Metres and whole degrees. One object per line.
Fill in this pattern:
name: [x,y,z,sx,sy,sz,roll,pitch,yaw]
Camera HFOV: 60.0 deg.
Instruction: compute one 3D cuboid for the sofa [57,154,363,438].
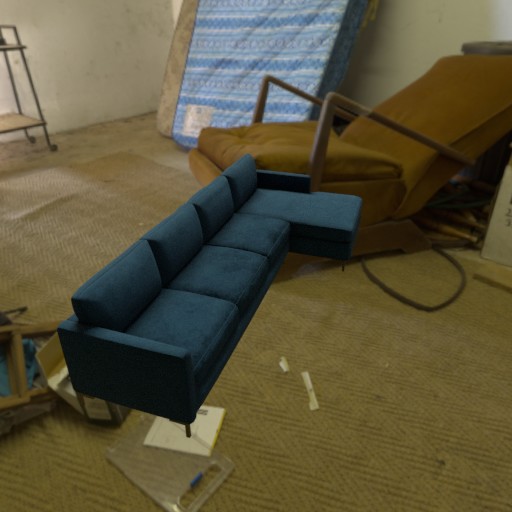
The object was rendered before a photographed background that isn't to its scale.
sofa: [0.000,0.000,3.509,1.350,0.810,2.932,10,31,16]
